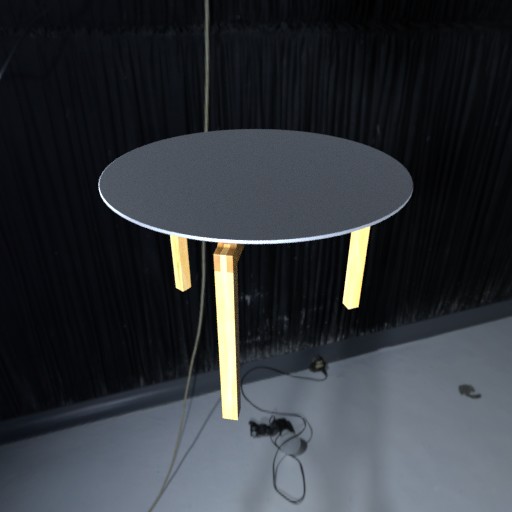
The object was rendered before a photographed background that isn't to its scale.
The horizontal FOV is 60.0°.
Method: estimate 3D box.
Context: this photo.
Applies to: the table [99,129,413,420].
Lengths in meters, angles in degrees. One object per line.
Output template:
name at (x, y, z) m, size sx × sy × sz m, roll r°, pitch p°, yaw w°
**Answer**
table at (0.000, 0.000, 0.987) m, size 0.600 × 0.405 × 0.600 m, roll 0°, pitch 31°, yaw 0°
